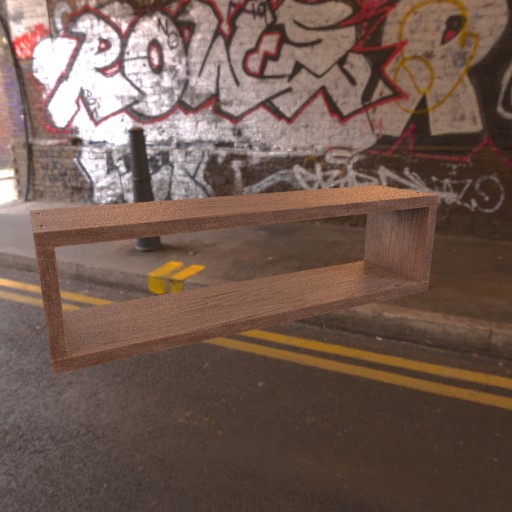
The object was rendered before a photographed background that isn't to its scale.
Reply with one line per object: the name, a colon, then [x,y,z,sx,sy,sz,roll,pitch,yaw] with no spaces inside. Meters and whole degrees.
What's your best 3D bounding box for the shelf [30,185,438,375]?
shelf: [0.000,0.000,0.692,0.610,0.170,0.150,-8,18,-26]
